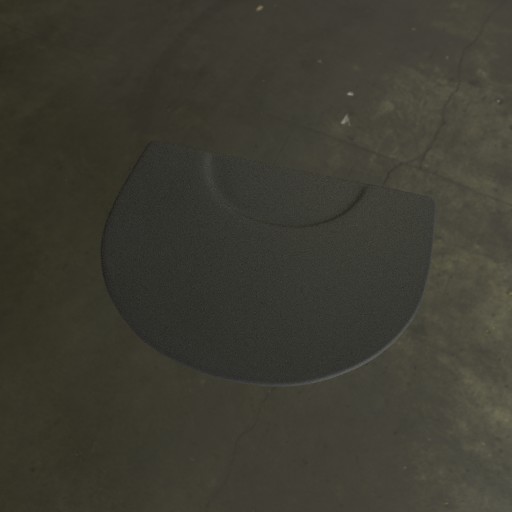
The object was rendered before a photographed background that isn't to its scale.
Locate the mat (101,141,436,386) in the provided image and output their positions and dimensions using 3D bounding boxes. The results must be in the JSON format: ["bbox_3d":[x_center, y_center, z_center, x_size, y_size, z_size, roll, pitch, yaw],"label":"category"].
[{"bbox_3d":[0.000,0.000,1.596,1.220,0.016,0.917,13,58,9],"label":"mat"}]
